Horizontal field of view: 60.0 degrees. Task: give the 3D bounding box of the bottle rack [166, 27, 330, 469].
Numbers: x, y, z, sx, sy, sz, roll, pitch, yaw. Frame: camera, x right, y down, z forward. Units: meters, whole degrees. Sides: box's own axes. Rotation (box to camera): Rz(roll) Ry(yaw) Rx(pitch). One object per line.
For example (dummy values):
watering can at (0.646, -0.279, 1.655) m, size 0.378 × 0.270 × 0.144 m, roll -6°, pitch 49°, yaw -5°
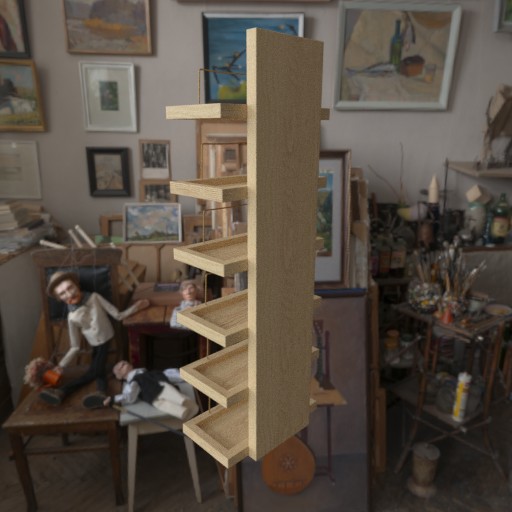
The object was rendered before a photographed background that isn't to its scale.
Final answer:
bottle rack at (0.000, 0.000, 1.070) m, size 0.330 × 0.943 × 0.206 m, roll -15°, pitch 22°, yaw -42°
